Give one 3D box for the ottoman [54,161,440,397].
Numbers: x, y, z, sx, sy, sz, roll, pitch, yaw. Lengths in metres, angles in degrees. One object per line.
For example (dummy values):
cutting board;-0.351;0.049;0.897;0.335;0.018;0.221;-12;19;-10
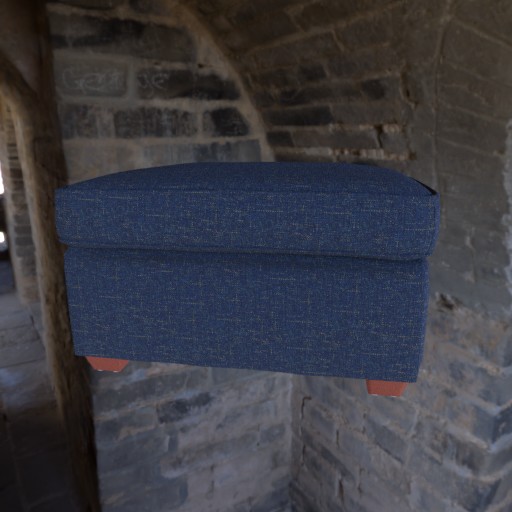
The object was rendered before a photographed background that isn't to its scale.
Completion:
ottoman;0.000;0.000;1.091;0.749;0.450;0.549;2;15;9
